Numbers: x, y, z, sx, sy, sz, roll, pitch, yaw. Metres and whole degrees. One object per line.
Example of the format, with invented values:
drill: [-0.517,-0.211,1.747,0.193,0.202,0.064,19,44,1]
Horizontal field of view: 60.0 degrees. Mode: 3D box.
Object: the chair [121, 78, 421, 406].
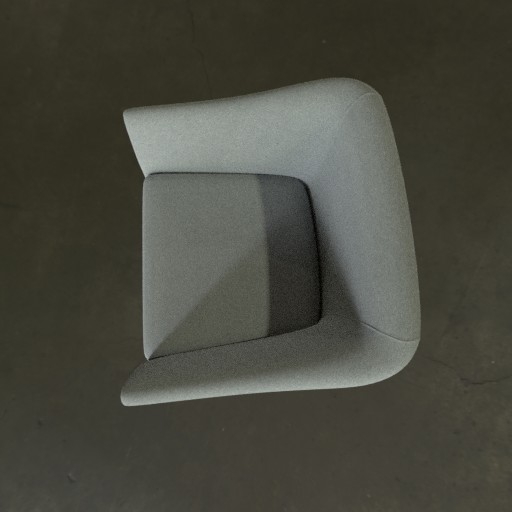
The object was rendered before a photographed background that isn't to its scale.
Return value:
chair: [0.000,0.000,1.338,0.700,0.720,0.790,-4,75,-1]
